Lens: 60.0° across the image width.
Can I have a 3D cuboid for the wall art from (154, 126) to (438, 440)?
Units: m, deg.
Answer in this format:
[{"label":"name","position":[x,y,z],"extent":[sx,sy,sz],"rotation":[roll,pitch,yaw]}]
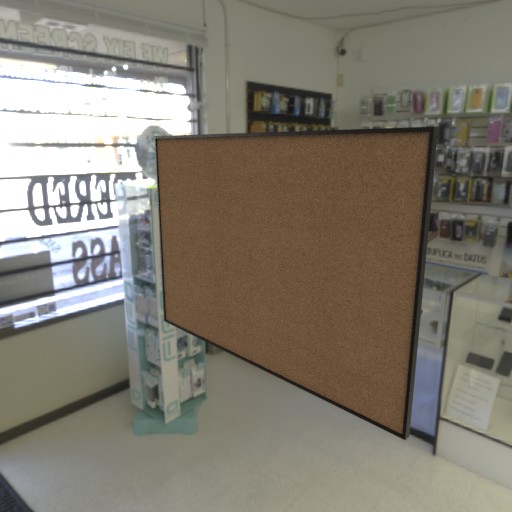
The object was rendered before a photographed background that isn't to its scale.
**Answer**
[{"label":"wall art","position":[0.000,0.000,1.232],"extent":[0.019,0.660,0.957],"rotation":[-13,19,-43]}]
